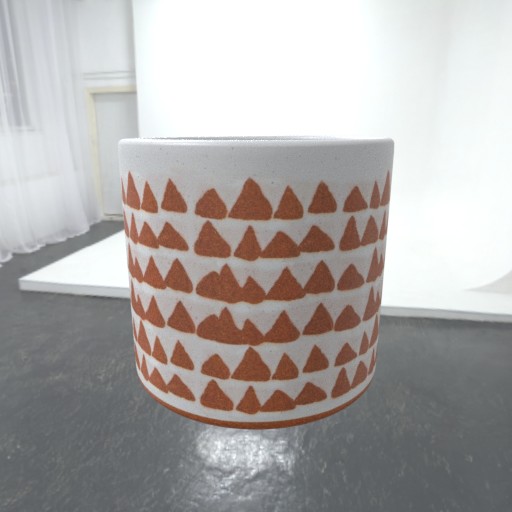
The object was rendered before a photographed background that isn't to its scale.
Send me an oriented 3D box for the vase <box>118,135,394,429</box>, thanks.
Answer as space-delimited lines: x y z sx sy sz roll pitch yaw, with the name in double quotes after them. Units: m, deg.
0.000 0.000 0.245 0.137 0.127 0.137 0 16 0 "vase"
